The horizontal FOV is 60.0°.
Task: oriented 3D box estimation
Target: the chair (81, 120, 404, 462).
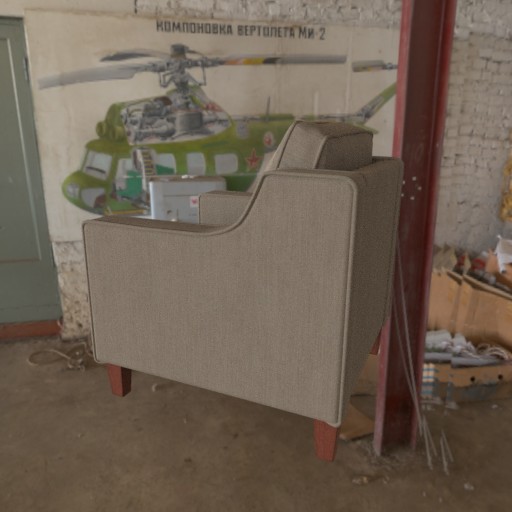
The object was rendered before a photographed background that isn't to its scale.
[{"bbox_3d":[0.000,0.000,1.659,0.909,0.960,0.831,7,17,24],"label":"chair"}]
